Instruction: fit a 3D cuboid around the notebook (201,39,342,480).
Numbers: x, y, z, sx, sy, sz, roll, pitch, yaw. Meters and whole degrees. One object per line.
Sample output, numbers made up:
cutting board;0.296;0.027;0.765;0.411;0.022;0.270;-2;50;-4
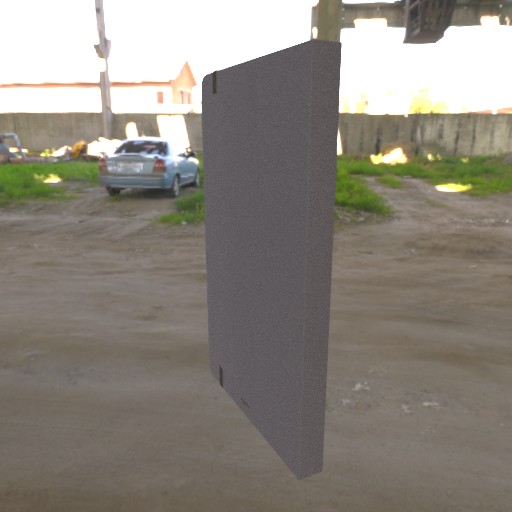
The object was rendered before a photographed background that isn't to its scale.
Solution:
notebook;0.000;0.000;0.263;0.016;0.213;0.127;-8;17;-26
